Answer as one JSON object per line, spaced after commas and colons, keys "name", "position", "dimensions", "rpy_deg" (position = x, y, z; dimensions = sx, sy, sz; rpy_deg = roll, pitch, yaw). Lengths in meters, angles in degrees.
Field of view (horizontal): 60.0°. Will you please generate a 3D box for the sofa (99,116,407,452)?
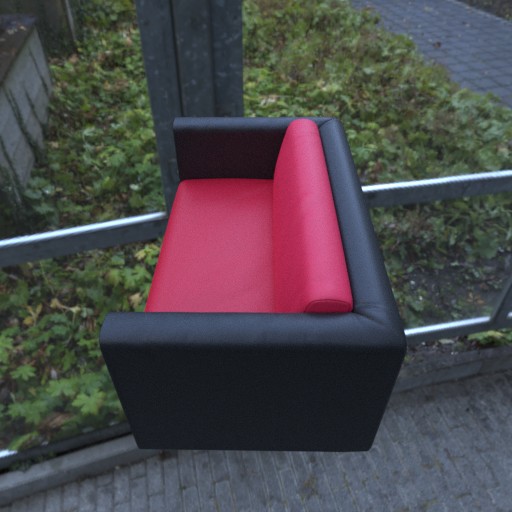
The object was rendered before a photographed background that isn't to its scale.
{"name": "sofa", "position": [0.000, 0.000, 1.898], "dimensions": [0.845, 0.735, 1.410], "rpy_deg": [1, 42, 1]}
